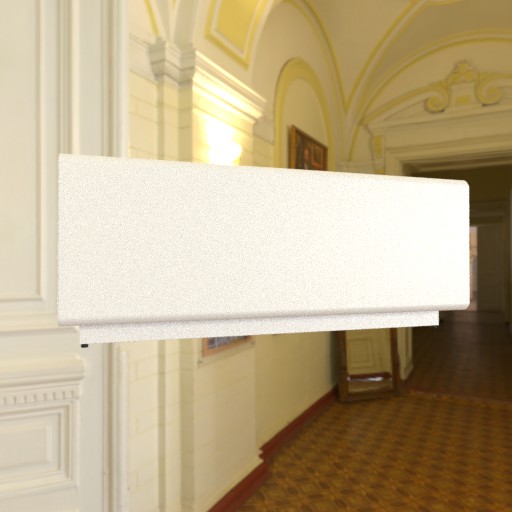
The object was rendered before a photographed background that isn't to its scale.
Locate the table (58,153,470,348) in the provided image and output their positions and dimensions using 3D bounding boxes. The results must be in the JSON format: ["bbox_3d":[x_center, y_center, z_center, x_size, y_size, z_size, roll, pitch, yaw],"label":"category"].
[{"bbox_3d":[0.000,0.000,1.423,1.097,0.442,0.639,0,-1,-18],"label":"table"}]
